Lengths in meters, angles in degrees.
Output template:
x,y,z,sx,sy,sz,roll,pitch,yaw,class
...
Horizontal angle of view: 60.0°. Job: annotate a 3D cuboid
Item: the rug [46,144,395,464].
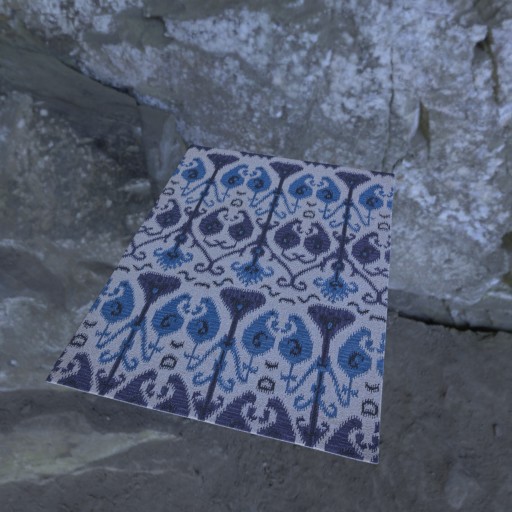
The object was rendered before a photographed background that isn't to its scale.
x,y,z,sx,sy,sz,roll,pitch,yaw,class
0.000,0.000,4.156,2.443,0.024,3.228,10,48,9,rug
